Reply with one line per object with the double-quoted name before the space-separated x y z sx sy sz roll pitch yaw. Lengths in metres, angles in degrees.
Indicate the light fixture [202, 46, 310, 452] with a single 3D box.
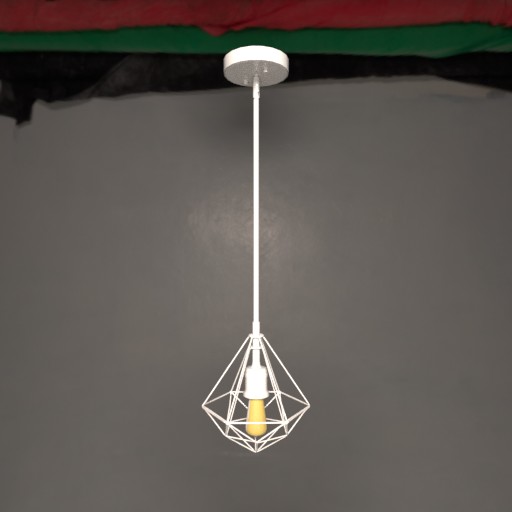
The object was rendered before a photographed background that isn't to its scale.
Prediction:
"light fixture" 0.000 0.000 2.002 0.487 1.764 0.431 0 -1 -1
